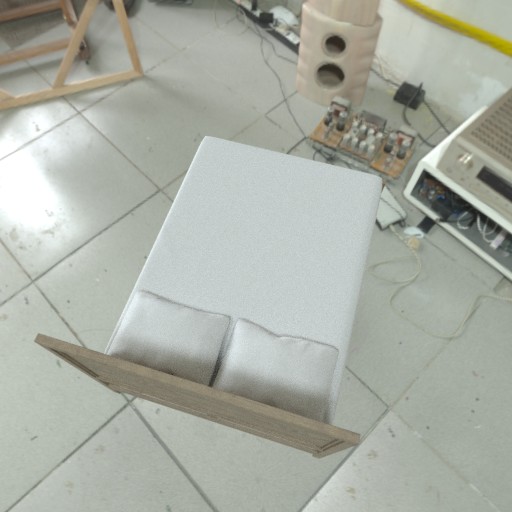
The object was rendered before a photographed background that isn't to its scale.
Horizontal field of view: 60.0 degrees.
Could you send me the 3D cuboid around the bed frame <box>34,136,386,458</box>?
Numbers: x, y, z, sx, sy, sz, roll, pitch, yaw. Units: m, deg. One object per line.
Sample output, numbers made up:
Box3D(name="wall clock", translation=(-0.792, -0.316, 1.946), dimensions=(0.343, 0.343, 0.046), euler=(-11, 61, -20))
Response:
Box3D(name="bed frame", translation=(0.000, 0.000, 3.144), dimensions=(1.606, 1.369, 2.189), euler=(15, 64, 8))
